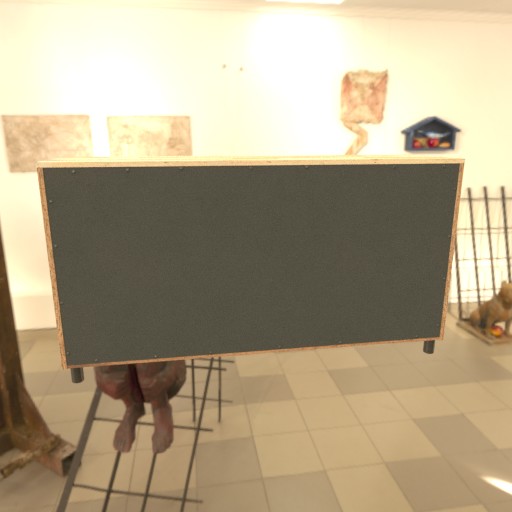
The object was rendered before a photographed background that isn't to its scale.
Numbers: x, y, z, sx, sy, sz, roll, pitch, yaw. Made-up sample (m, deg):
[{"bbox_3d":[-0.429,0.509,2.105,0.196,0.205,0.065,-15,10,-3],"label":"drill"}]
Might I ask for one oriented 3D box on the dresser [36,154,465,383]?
[{"bbox_3d":[0.000,0.000,1.917,1.547,0.834,0.487,-2,15,-9],"label":"dresser"}]
